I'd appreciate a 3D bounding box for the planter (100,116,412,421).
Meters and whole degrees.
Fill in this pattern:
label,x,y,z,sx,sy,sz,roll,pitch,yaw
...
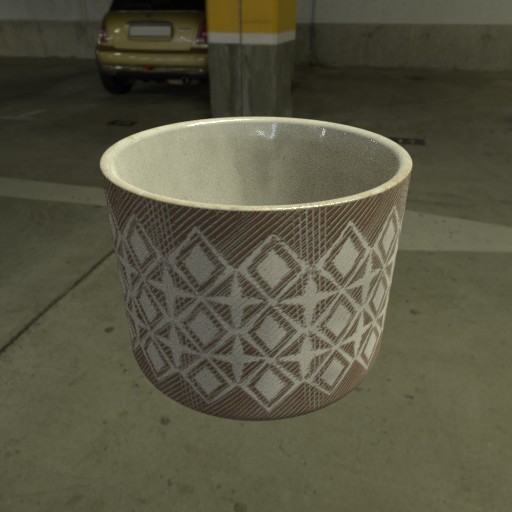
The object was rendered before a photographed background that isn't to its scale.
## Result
label,x,y,z,sx,sy,sz,roll,pitch,yaw
planter,0.000,0.000,0.213,0.126,0.104,0.126,0,30,0
